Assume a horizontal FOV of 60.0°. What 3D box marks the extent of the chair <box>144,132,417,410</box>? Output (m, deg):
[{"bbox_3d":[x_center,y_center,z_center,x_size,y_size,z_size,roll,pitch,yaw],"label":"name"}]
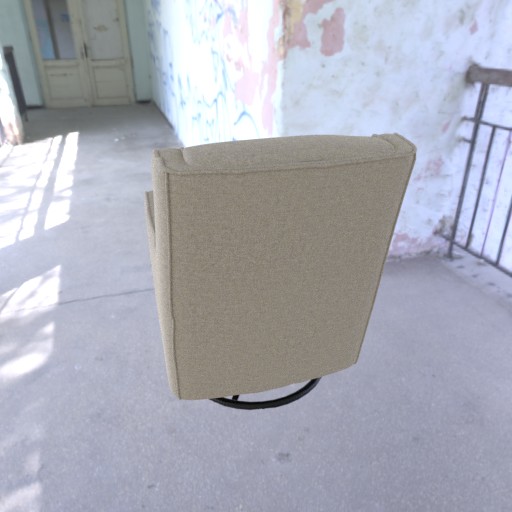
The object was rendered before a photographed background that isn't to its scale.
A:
[{"bbox_3d":[0.000,0.000,1.613,0.732,0.993,0.879,-7,29,-14],"label":"chair"}]
